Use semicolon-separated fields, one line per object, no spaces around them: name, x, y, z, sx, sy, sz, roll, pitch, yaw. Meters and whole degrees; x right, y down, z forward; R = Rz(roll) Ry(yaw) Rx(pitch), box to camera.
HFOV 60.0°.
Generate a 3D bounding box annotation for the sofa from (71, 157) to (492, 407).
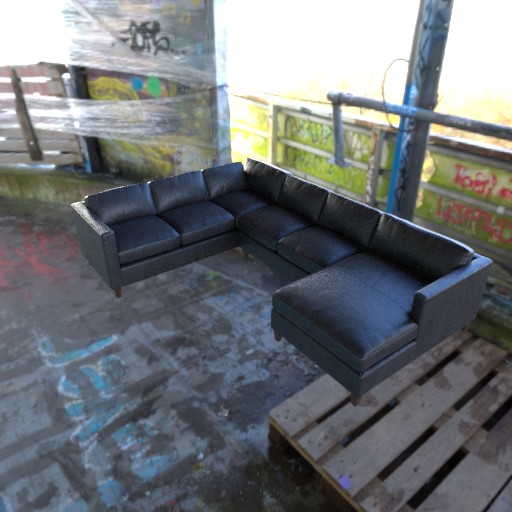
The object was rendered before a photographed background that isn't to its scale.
sofa;0.000;0.000;4.338;2.452;0.891;3.324;-20;35;-31
